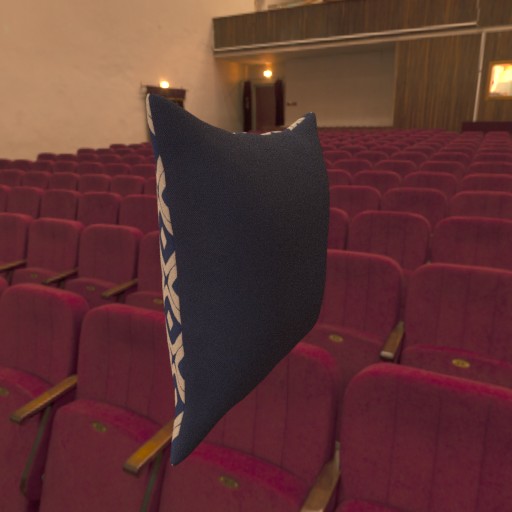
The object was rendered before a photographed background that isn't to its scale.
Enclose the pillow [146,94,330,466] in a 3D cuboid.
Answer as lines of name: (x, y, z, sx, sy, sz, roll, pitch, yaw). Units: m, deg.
pillow: (0.000, 0.000, 0.765, 0.188, 0.494, 0.504, 8, 18, 27)
